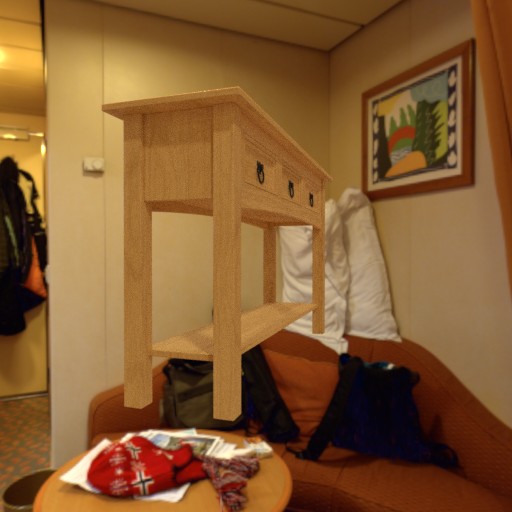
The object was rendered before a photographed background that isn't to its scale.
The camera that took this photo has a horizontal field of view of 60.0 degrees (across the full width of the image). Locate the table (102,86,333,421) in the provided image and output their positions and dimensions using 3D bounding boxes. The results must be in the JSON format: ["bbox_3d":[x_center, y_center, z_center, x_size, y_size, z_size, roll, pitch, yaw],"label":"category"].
[{"bbox_3d":[0.000,0.000,1.583,0.350,0.730,1.240,0,1,19],"label":"table"}]
